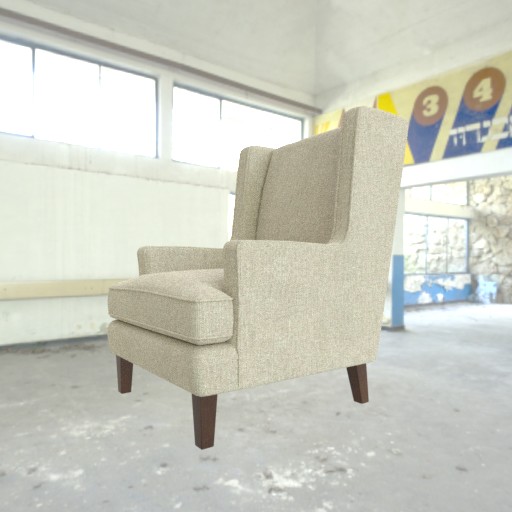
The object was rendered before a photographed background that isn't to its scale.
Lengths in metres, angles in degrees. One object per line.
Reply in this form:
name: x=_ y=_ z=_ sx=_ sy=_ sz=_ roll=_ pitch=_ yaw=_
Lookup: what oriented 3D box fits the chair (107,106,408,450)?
chair: x=0.000 y=0.000 z=1.755 sx=0.948 sy=1.082 sz=0.764 roll=0 pitch=-1 yaw=-36
